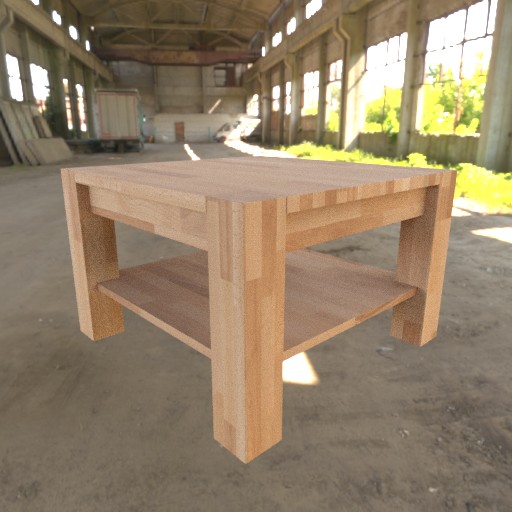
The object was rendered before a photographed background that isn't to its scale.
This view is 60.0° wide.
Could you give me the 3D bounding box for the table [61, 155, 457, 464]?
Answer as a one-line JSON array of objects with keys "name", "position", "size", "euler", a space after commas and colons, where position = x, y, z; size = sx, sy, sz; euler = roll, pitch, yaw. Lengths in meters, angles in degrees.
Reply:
[{"name": "table", "position": [0.000, 0.000, 1.168], "size": [0.700, 0.451, 0.700], "euler": [-15, 22, -41]}]
